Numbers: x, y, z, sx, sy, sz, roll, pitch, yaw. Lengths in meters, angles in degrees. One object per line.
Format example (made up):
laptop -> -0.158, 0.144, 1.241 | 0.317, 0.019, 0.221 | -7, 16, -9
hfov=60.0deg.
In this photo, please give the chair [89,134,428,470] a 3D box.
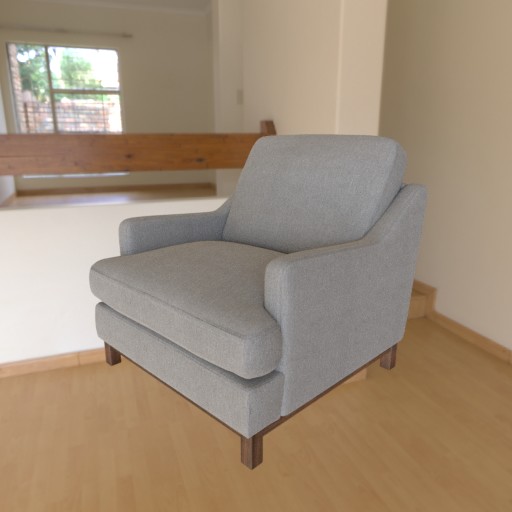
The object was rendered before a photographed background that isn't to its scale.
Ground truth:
chair -> 0.000, 0.000, 1.554 | 0.892, 0.821, 0.826 | -15, 21, -43
